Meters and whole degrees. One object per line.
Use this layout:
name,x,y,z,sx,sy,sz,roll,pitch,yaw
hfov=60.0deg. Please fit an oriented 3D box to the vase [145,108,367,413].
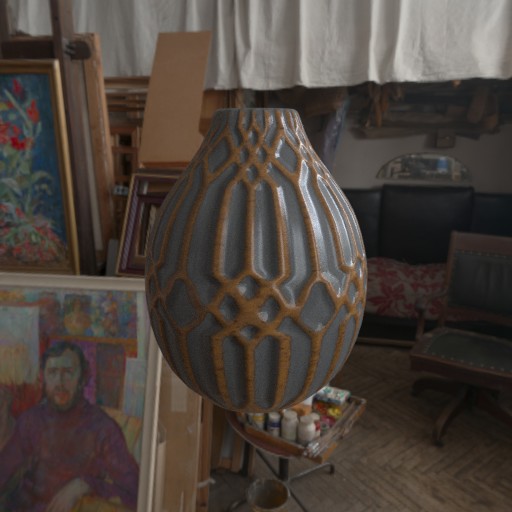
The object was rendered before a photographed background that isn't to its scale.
vase,0.000,0.000,0.140,0.069,0.088,0.069,0,16,0
